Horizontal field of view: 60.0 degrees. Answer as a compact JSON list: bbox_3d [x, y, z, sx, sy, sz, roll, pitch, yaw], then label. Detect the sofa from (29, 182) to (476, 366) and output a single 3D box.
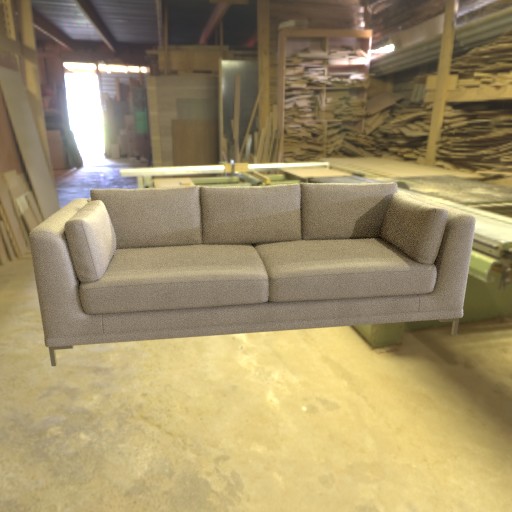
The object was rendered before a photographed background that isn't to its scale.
[{"bbox_3d":[0.000,0.000,2.876,2.415,0.867,0.969,-3,17,-8],"label":"sofa"}]
